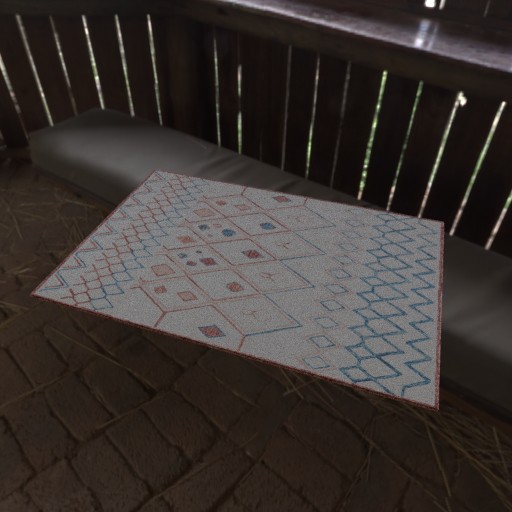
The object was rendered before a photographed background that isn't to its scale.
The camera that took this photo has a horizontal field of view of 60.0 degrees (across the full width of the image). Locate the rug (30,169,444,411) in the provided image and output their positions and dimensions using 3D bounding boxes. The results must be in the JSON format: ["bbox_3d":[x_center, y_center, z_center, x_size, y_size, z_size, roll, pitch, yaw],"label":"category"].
[{"bbox_3d":[0.000,0.000,2.287,1.829,0.016,1.219,13,43,14],"label":"rug"}]
